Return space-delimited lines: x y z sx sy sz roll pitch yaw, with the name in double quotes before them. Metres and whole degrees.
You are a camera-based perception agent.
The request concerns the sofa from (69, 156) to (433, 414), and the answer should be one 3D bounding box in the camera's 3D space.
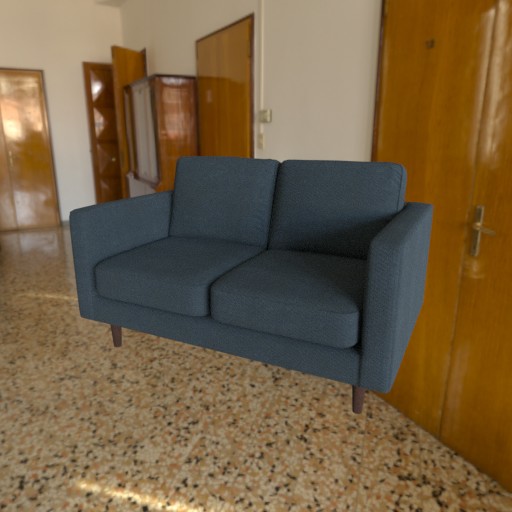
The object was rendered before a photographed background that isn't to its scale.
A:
"sofa" 0.000 0.000 2.209 1.518 0.930 0.999 8 18 25
